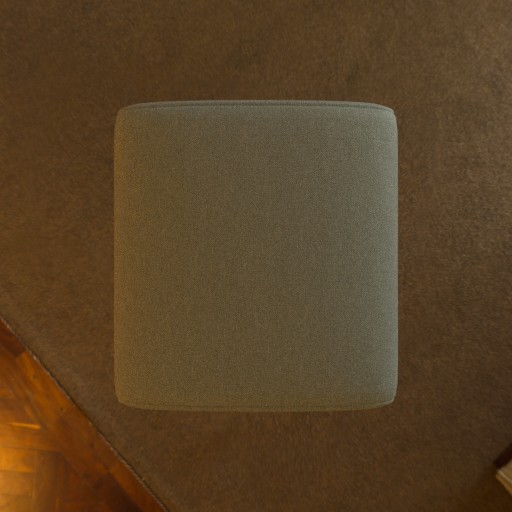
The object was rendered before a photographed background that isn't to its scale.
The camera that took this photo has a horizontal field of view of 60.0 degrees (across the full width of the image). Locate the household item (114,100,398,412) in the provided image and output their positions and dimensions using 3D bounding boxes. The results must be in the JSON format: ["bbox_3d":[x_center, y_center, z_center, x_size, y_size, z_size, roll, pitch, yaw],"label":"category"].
[{"bbox_3d":[0.000,0.000,0.901,0.530,0.410,0.530,0,90,0],"label":"household item"}]
